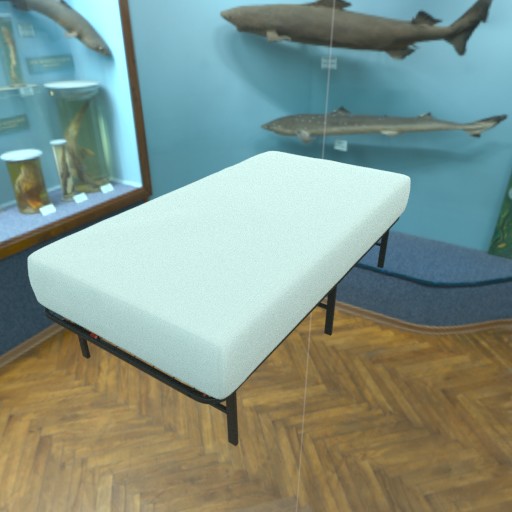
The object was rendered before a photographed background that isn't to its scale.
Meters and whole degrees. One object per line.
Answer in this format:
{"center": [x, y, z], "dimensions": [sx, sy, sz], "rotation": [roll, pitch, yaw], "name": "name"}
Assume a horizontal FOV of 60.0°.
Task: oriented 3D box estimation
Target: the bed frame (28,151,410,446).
{"center": [0.000, 0.000, 2.358], "dimensions": [1.025, 0.640, 1.908], "rotation": [18, 34, 29], "name": "bed frame"}
